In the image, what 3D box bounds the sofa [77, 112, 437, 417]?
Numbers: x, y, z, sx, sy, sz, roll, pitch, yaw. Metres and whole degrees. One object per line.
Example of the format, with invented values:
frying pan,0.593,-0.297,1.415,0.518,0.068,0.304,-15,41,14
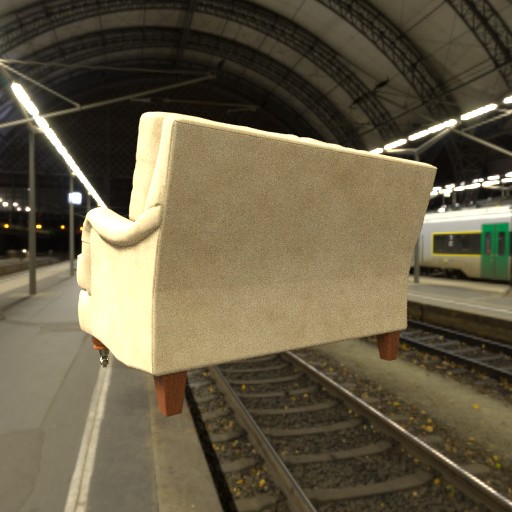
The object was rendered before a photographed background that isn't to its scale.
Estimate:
sofa,0.000,0.000,2.201,1.498,1.087,1.086,-1,2,-37
